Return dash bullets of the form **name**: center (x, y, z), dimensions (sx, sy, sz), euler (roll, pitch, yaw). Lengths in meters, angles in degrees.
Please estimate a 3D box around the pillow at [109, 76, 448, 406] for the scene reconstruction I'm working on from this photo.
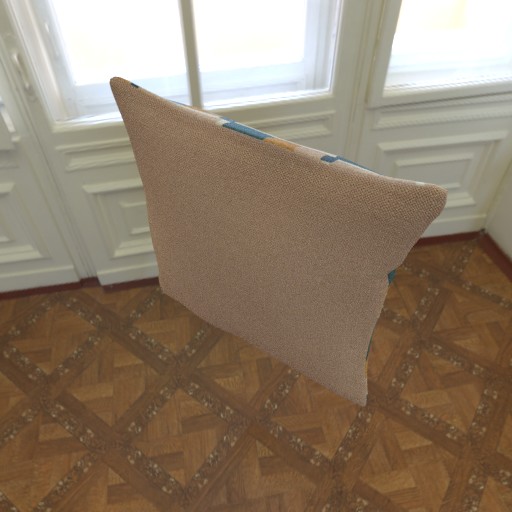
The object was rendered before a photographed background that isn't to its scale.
- **pillow**: center (0.000, 0.000, 0.709), dimensions (0.478, 0.479, 0.158), euler (26, 52, 22)
